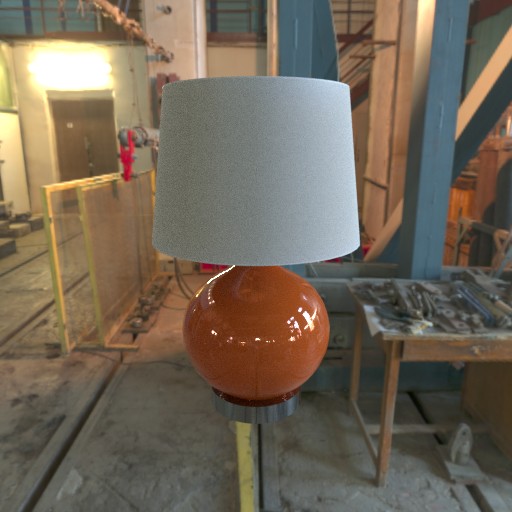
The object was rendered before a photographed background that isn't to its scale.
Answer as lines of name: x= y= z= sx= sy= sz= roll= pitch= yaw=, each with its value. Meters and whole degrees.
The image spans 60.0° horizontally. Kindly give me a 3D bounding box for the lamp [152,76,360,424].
lamp: x=0.000 y=0.000 z=0.544 sx=0.247 sy=0.387 sz=0.247 roll=0 pitch=14 yaw=0
